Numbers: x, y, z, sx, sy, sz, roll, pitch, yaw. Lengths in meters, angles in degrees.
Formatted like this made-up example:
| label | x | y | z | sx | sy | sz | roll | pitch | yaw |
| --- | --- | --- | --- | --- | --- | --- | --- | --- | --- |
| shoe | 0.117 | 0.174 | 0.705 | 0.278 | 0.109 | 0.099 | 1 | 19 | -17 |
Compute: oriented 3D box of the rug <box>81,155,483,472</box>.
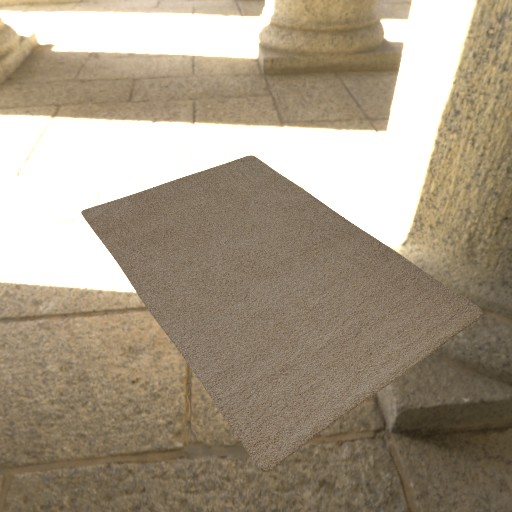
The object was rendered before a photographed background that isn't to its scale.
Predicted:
| label | x | y | z | sx | sy | sz | roll | pitch | yaw |
| --- | --- | --- | --- | --- | --- | --- | --- | --- | --- |
| rug | 0.000 | 0.000 | 3.355 | 1.801 | 0.024 | 2.700 | -24 | 46 | -26 |
